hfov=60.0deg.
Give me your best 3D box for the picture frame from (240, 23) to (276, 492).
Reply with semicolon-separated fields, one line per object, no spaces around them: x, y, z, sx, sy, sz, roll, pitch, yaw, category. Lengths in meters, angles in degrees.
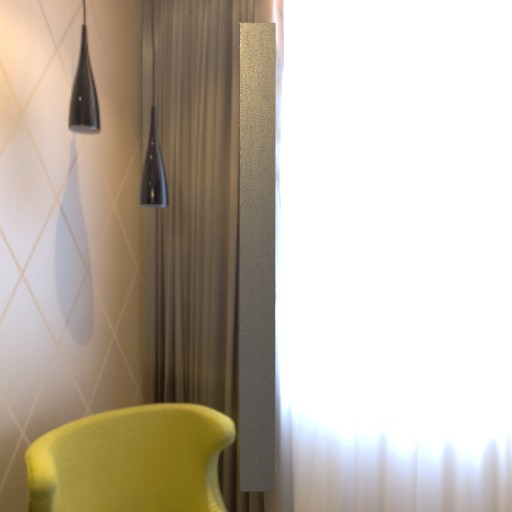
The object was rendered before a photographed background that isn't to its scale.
0.000;0.000;1.332;0.073;0.968;0.839;0;1;-1;picture frame
